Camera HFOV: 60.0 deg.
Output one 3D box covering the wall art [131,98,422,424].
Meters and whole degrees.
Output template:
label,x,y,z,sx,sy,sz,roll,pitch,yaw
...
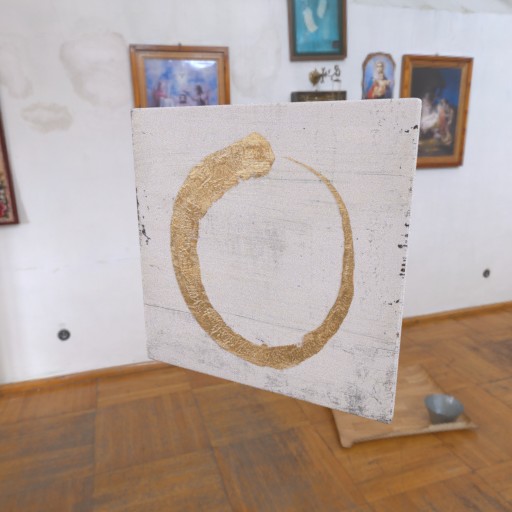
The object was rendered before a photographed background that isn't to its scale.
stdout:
label,x,y,z,sx,sy,sz,roll,pitch,yaw
wall art,0.000,0.000,1.174,0.762,0.762,0.038,7,17,26
